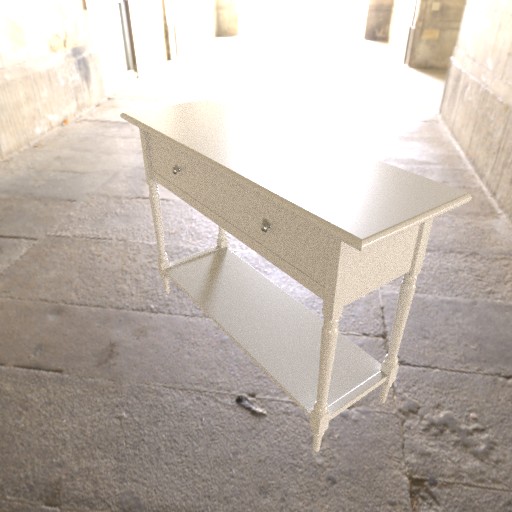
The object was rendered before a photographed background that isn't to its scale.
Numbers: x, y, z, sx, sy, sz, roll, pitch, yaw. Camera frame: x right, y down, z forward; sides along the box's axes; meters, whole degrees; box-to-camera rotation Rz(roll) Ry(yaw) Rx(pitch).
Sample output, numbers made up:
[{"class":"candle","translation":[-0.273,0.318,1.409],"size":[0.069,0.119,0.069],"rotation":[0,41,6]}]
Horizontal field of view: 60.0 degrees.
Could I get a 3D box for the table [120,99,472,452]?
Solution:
[{"class":"table","translation":[0.000,0.000,1.568],"size":[0.384,0.808,1.197],"rotation":[-22,38,-30]}]
